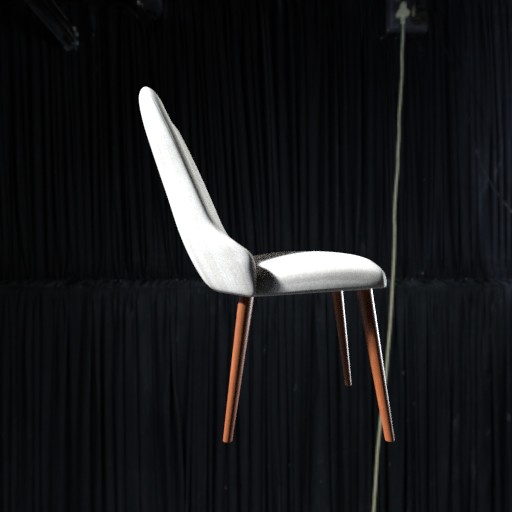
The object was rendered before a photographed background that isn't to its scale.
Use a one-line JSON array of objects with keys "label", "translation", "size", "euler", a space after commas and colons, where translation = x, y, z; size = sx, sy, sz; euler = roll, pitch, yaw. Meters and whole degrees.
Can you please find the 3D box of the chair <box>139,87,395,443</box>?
[{"label": "chair", "translation": [0.000, 0.000, 1.339], "size": [0.684, 0.917, 0.526], "euler": [0, 0, -1]}]
